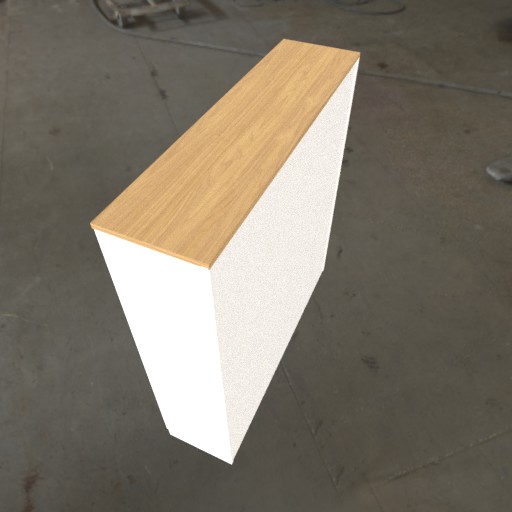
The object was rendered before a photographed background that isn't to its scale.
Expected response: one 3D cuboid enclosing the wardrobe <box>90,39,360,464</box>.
[{"bbox_3d":[0.000,0.000,3.286,0.590,2.260,2.160,19,50,17],"label":"wardrobe"}]
